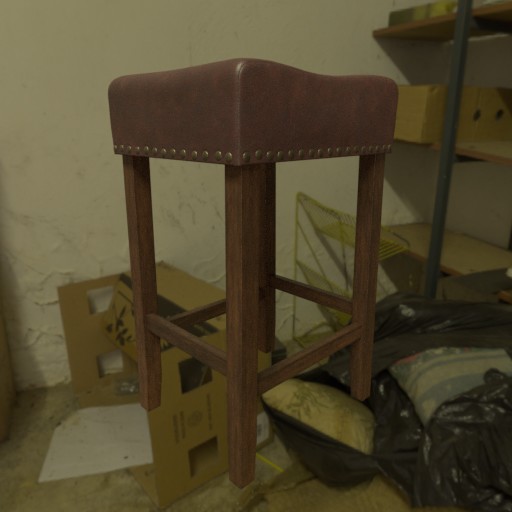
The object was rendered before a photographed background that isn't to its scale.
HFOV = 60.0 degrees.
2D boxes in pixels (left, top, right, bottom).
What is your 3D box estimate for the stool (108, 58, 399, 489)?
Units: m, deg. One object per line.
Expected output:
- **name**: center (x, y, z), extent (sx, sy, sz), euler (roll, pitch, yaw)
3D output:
- **stool**: center (0.000, 0.000, 1.014), extent (0.465, 0.769, 0.401), euler (-15, 22, -42)
